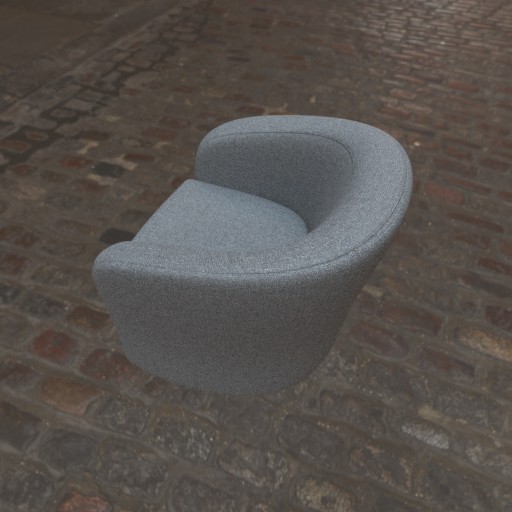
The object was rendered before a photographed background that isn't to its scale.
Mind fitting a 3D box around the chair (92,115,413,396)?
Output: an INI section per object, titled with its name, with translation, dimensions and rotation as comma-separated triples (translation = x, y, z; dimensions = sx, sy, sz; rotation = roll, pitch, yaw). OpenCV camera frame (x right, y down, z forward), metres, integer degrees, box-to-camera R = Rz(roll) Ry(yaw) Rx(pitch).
[chair]
translation = 0.000, 0.000, 1.443
dimensions = 0.815, 0.771, 0.791
rotation = 16, 48, 15
